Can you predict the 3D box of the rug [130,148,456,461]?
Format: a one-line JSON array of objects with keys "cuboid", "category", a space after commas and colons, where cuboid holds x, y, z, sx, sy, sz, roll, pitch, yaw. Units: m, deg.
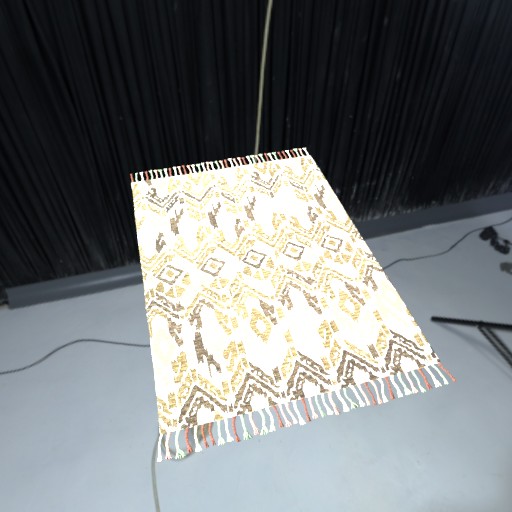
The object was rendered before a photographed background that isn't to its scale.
[{"cuboid": [0.000, 0.000, 2.316, 1.219, 0.008, 1.829, -11, 47, -10], "category": "rug"}]
